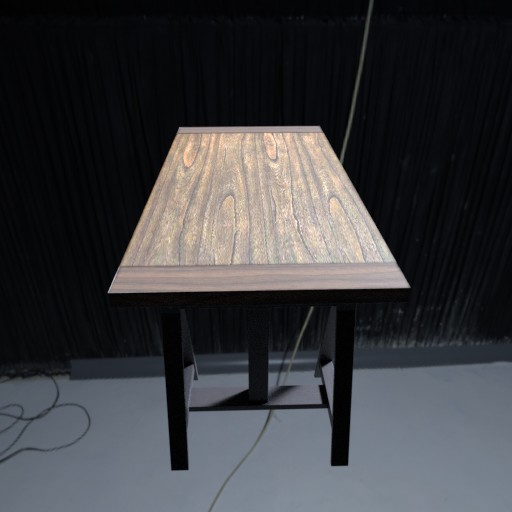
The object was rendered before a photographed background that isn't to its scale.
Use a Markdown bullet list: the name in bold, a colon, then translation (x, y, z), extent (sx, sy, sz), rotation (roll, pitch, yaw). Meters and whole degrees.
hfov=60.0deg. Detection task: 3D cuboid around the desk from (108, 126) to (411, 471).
- **desk**: translation (0.000, 0.000, 1.954), extent (0.784, 0.725, 1.543), rotation (-1, 31, -1)
